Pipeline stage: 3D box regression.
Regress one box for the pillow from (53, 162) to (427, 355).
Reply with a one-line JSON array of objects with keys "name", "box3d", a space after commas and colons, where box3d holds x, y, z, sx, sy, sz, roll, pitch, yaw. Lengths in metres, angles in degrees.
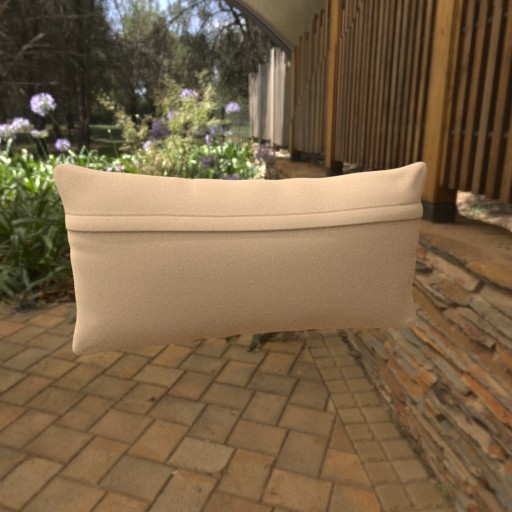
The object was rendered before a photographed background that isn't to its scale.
[{"name": "pillow", "box3d": [0.000, 0.000, 0.736, 0.604, 0.307, 0.148, -3, 16, -10]}]
